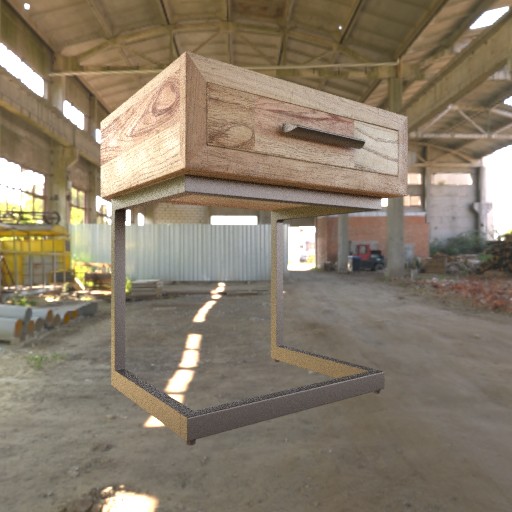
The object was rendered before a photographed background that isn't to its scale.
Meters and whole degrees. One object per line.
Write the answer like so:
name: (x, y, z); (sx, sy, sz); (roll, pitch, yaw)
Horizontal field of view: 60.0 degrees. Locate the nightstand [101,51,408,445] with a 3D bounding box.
nightstand: (0.000, 0.000, 1.009); (0.558, 0.632, 0.481); (0, 0, -36)
